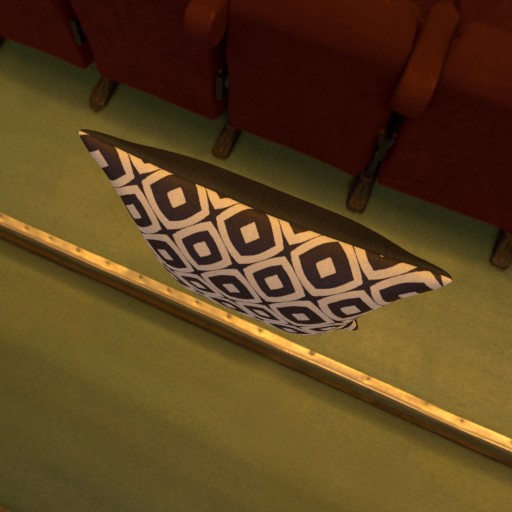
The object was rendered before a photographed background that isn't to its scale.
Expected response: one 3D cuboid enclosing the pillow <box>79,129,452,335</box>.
[{"bbox_3d":[0.000,0.000,0.784,0.504,0.494,0.188,23,75,6],"label":"pillow"}]
